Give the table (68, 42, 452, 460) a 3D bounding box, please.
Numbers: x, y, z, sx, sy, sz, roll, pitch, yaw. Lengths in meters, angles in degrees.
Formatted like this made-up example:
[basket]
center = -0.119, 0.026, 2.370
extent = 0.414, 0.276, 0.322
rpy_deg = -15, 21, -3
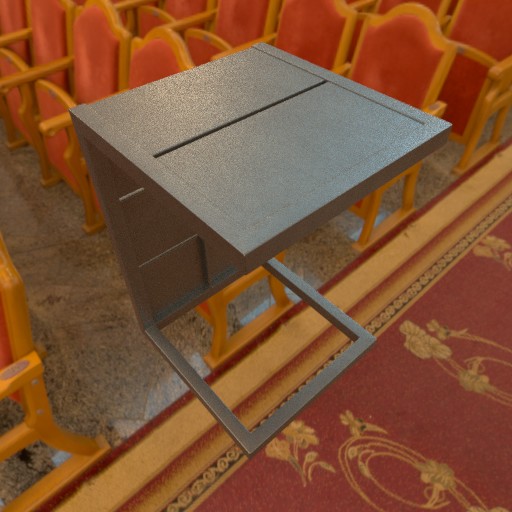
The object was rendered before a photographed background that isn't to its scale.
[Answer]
[table]
center = 0.000, 0.000, 0.888
extent = 0.405, 0.609, 0.420
rpy_deg = -33, 54, -27
